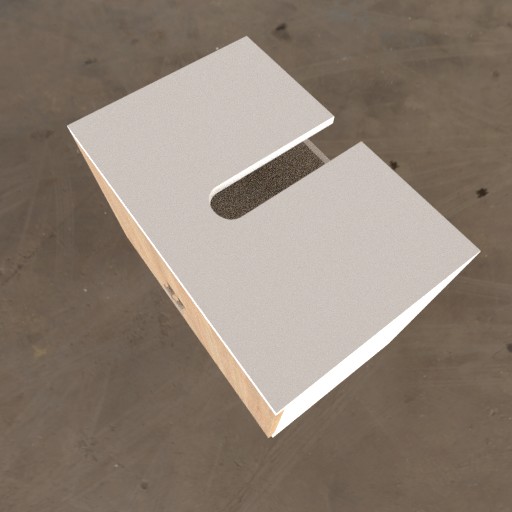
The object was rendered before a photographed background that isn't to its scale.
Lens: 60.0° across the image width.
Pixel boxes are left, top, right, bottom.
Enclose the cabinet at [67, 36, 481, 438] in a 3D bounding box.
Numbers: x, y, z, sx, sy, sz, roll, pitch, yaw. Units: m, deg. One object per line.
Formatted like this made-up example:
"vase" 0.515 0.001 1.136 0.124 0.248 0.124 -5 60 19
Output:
"cabinet" 0.000 0.000 0.956 0.400 0.522 0.600 -34 68 -15
